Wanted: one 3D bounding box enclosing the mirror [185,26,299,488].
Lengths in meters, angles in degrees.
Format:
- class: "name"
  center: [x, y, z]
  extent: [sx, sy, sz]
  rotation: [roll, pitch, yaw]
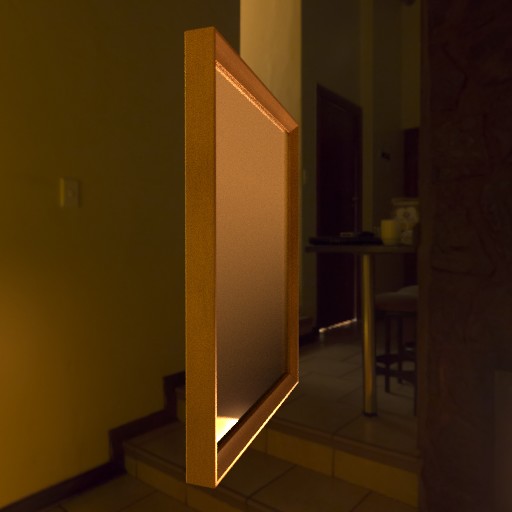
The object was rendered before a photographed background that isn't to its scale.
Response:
- class: "mirror"
  center: [0.000, 0.000, 0.685]
  extent: [0.041, 0.509, 0.406]
  rotation: [0, 1, 19]
